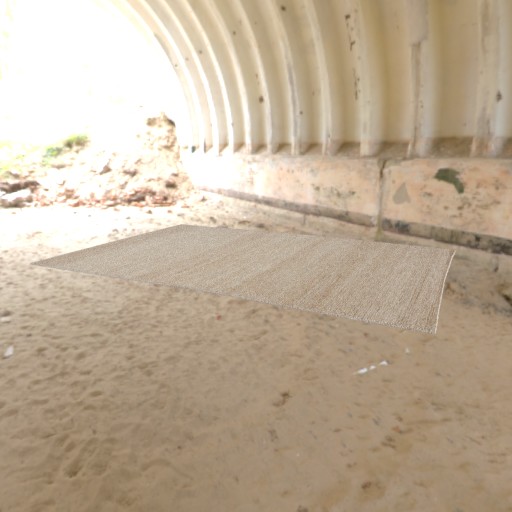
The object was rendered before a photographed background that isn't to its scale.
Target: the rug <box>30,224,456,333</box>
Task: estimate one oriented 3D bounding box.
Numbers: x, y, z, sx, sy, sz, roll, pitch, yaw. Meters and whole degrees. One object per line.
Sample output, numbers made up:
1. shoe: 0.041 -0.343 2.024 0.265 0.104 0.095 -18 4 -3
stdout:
1. rug: 0.000 0.000 2.907 2.346 0.029 1.574 7 15 26
